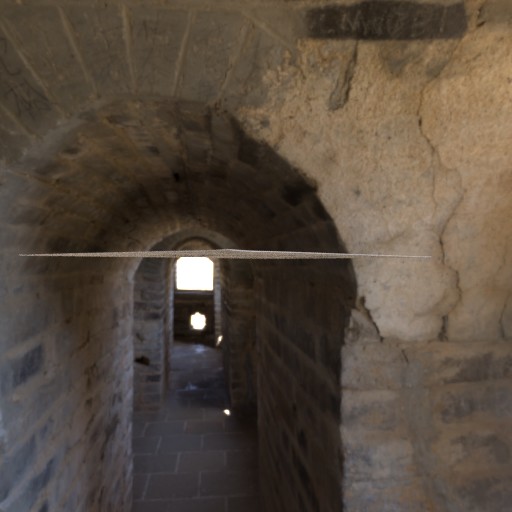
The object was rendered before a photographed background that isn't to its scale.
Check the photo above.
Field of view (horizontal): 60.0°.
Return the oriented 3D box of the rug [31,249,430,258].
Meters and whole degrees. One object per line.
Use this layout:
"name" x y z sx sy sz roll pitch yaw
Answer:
"rug" 0.000 0.000 2.266 1.223 0.008 1.813 -1 -1 38
